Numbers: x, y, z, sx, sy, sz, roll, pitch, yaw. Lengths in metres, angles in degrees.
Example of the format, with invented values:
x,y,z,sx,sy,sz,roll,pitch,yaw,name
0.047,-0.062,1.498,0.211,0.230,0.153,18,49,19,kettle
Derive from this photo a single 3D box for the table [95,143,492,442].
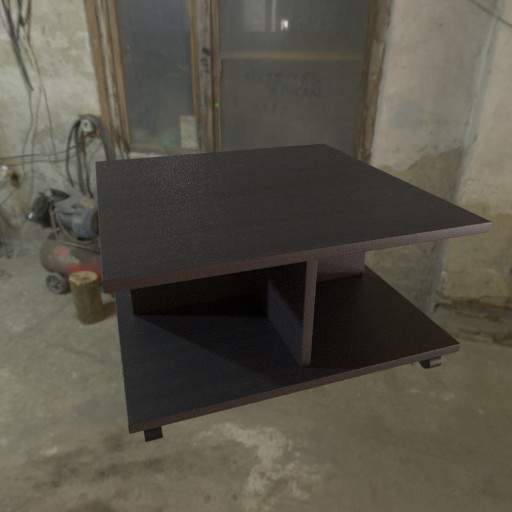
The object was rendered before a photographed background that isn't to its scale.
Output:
x,y,z,sx,sy,sz,roll,pitch,yaw,name
0.000,0.000,1.207,0.762,0.396,0.762,-9,28,-17,table
